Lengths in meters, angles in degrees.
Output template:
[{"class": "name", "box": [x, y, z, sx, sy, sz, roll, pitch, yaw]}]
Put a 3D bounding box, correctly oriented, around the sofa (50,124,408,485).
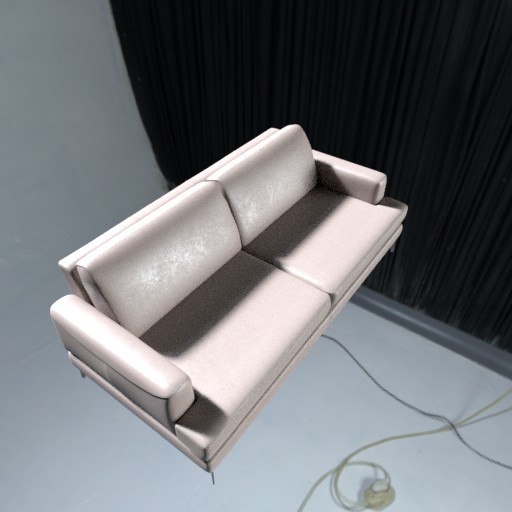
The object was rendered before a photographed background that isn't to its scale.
[{"class": "sofa", "box": [0.000, 0.000, 2.400, 0.974, 0.765, 1.940, 26, 48, 26]}]
